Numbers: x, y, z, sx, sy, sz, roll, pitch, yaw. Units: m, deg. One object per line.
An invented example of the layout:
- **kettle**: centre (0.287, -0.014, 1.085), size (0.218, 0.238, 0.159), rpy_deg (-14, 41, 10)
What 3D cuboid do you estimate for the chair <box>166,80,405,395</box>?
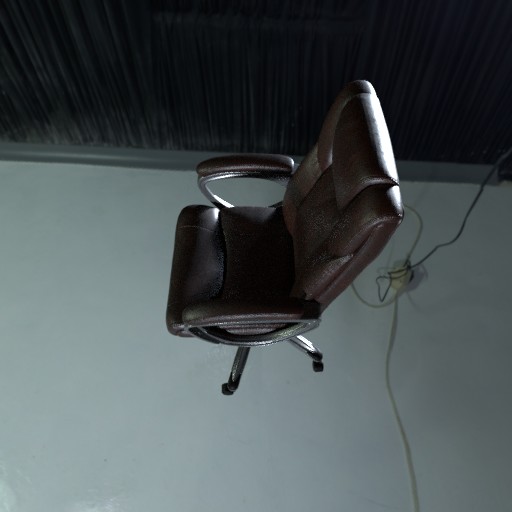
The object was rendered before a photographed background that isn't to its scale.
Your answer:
- **chair**: centre (0.000, 0.000, 1.565), size (0.692, 1.128, 0.656), rpy_deg (0, 56, 0)
